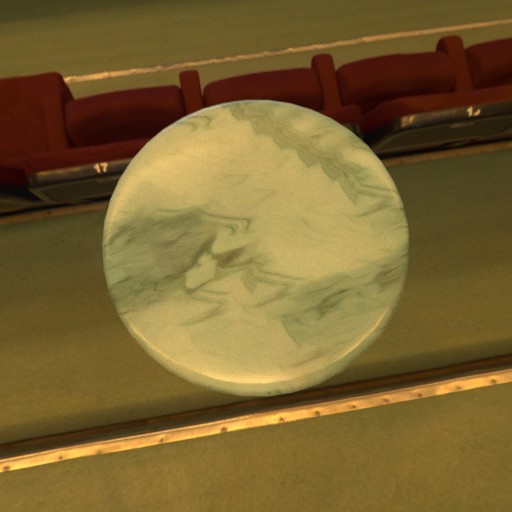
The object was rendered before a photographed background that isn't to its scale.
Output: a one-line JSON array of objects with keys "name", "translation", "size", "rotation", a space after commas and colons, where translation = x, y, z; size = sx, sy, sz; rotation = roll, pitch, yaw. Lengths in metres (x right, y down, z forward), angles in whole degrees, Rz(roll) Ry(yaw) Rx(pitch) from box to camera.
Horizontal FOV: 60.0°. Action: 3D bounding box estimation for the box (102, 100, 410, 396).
[{"name": "box", "translation": [0.000, 0.000, 0.171], "size": [0.101, 0.063, 0.101], "rotation": [0, 76, 0]}]
